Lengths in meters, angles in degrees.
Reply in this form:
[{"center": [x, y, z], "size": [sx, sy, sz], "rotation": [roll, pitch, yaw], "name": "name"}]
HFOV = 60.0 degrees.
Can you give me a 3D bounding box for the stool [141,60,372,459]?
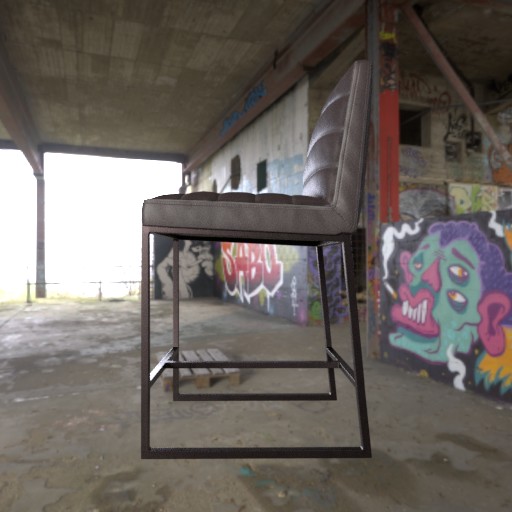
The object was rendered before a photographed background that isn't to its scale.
[{"center": [0.000, 0.000, 1.252], "size": [0.562, 0.946, 0.463], "rotation": [0, 0, -1], "name": "stool"}]
